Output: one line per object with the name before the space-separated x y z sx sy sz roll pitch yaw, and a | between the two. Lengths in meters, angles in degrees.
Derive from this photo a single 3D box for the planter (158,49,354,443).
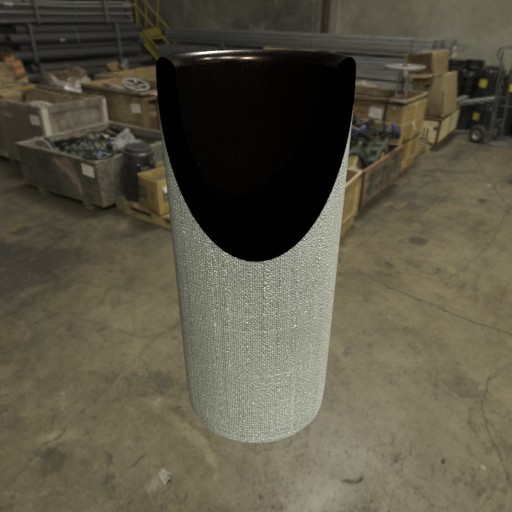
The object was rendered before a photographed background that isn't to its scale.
planter | 0.000 0.000 0.125 0.045 0.103 0.045 19 34 31
